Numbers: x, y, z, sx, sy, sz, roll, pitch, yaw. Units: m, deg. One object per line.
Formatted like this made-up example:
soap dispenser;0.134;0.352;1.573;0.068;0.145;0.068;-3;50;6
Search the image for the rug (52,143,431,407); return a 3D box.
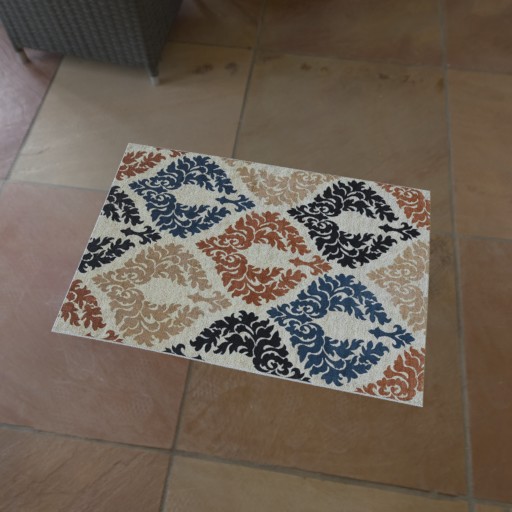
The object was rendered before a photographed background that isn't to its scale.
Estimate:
rug;0.000;0.000;2.959;2.275;0.014;1.514;10;65;5
